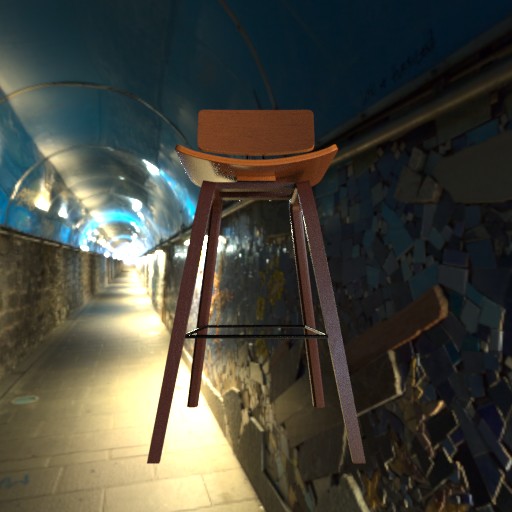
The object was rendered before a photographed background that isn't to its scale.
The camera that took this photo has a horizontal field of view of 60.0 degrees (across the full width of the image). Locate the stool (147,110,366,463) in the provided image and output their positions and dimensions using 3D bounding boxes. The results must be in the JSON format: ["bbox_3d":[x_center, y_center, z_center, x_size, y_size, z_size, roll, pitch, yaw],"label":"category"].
[{"bbox_3d":[0.000,0.000,1.254,0.509,0.969,0.440,0,0,0],"label":"stool"}]
